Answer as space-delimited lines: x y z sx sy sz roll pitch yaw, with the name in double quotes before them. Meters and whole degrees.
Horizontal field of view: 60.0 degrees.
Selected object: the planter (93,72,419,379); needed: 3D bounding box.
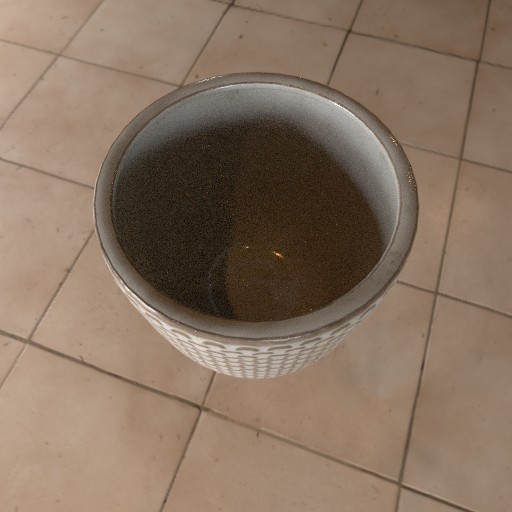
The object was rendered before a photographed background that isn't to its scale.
"planter" 0.000 0.000 0.350 0.197 0.191 0.197 0 63 0
